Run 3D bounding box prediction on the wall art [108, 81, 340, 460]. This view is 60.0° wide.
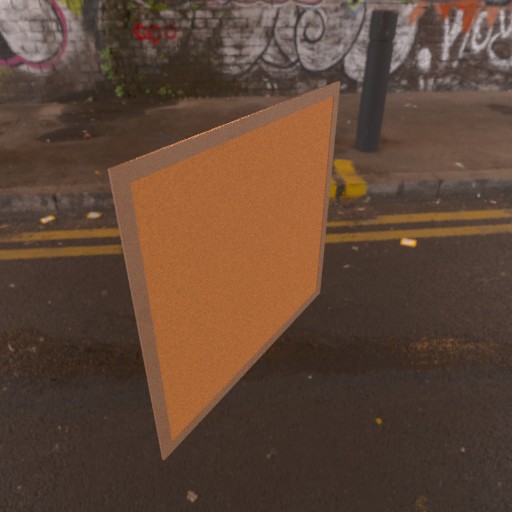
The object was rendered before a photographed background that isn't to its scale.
[{"bbox_3d":[0.000,0.000,1.672,0.025,1.067,1.168,20,37,29],"label":"wall art"}]
